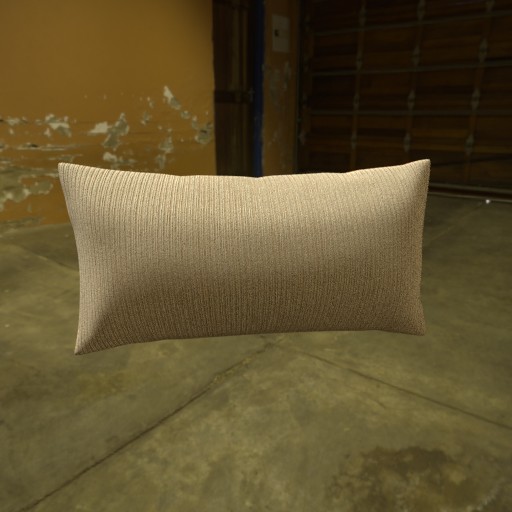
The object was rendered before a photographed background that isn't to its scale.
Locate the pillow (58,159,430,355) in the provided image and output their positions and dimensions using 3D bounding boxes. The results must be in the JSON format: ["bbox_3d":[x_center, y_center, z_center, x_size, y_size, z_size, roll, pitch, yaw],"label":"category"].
[{"bbox_3d":[0.000,0.000,0.738,0.608,0.307,0.155,-2,17,-7],"label":"pillow"}]
